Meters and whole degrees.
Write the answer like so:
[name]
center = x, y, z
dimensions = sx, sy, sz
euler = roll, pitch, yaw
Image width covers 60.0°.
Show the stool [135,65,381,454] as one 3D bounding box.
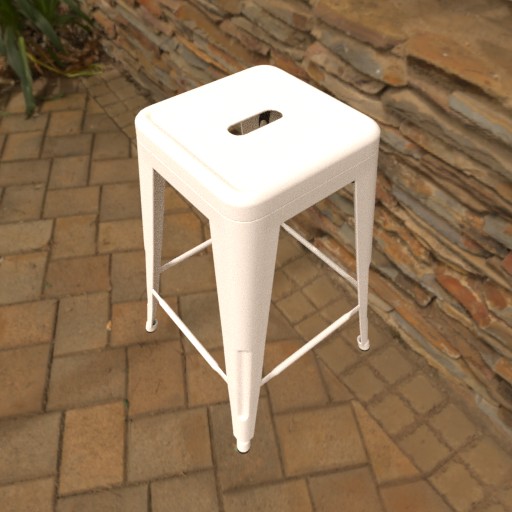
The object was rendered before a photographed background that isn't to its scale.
[stool]
center = 0.000, 0.000, 0.882
dimensions = 0.406, 0.610, 0.406
euler = -31, 55, -25
